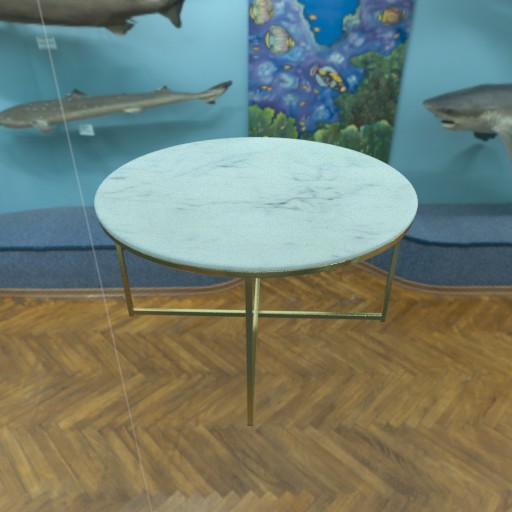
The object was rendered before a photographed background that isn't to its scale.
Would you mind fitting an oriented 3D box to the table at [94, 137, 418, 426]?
[{"bbox_3d":[0.000,0.000,1.262,0.800,0.450,0.800,0,31,0],"label":"table"}]
